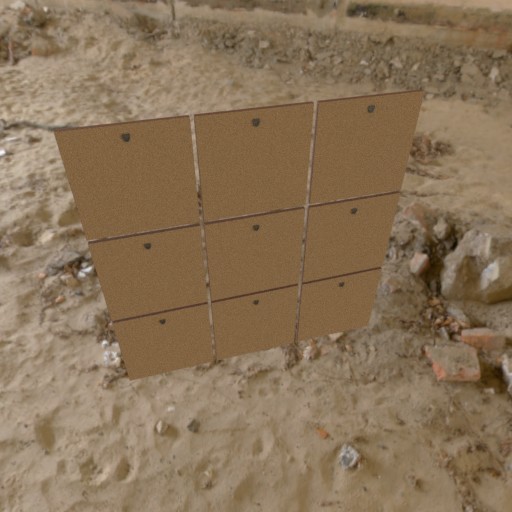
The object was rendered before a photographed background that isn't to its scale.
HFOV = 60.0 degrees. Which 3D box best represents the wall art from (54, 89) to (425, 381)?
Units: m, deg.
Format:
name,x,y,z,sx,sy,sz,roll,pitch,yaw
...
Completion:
name,x,y,z,sx,sy,sz,roll,pitch,yaw
wall art,0.000,0.000,1.803,1.221,1.218,0.024,-10,41,-12
